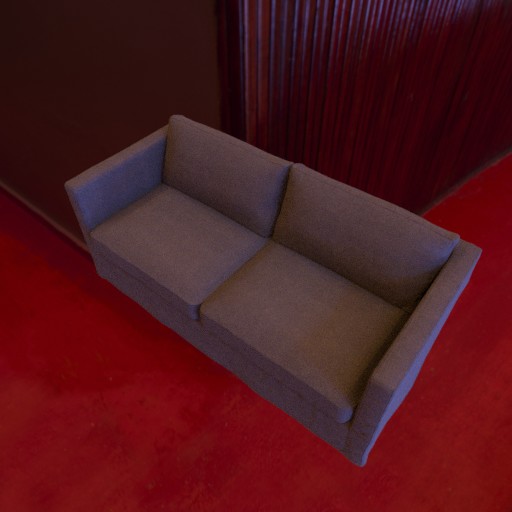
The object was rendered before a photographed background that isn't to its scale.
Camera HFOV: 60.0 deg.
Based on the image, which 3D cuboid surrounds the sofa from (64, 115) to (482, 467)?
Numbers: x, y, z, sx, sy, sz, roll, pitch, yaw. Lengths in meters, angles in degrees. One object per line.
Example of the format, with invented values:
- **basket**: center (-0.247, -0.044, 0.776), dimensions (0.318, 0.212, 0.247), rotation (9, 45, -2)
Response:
- **sofa**: center (0.000, 0.000, 2.418), dimensions (1.982, 0.855, 0.953), rotation (30, 53, 25)
